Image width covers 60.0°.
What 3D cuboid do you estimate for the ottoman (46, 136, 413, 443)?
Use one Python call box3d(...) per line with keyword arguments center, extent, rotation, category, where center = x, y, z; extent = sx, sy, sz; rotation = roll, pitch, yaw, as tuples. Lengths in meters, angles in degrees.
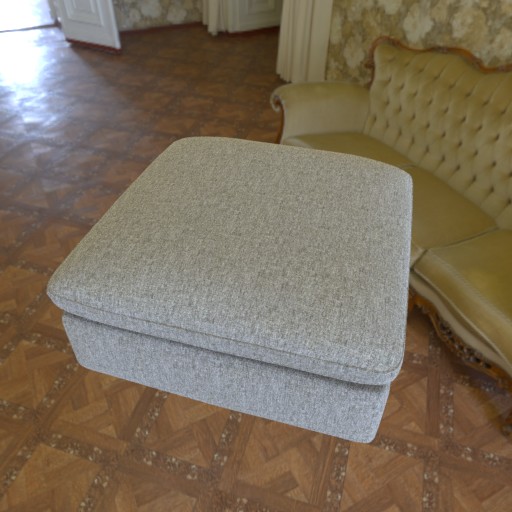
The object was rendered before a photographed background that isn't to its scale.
box3d(center=(0.000, 0.000, 1.637), extent=(1.039, 0.526, 1.035), rotation=(11, 43, 12), category="ottoman")
